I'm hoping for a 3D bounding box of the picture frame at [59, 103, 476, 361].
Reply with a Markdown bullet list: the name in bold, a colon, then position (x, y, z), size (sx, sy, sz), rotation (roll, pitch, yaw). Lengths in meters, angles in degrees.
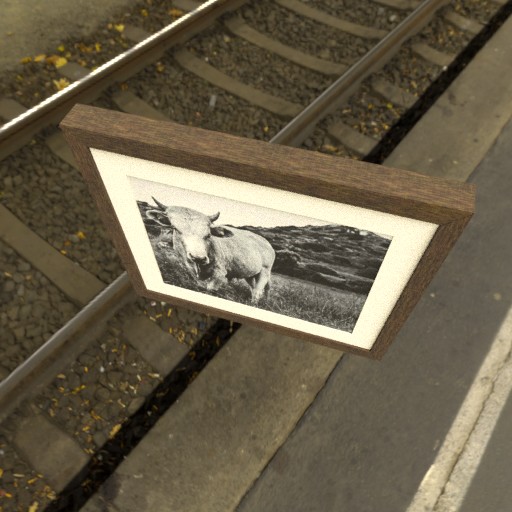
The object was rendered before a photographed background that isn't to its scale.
- **picture frame**: position (0.000, 0.000, 0.534), size (0.378, 0.330, 0.033), rotation (14, 57, 9)
